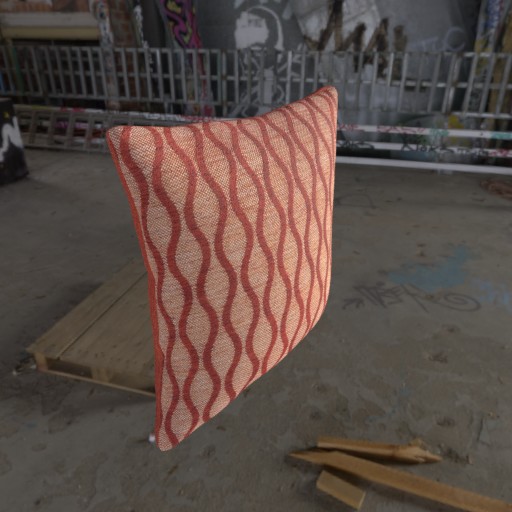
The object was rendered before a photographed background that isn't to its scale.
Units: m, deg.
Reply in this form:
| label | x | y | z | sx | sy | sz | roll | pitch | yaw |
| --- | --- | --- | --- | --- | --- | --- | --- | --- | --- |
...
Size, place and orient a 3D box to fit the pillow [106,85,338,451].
| label | x | y | z | sx | sy | sz | roll | pitch | yaw |
| --- | --- | --- | --- | --- | --- | --- | --- | --- | --- |
| pillow | 0.000 | 0.000 | 0.647 | 0.159 | 0.434 | 0.429 | 18 | 32 | 32 |
